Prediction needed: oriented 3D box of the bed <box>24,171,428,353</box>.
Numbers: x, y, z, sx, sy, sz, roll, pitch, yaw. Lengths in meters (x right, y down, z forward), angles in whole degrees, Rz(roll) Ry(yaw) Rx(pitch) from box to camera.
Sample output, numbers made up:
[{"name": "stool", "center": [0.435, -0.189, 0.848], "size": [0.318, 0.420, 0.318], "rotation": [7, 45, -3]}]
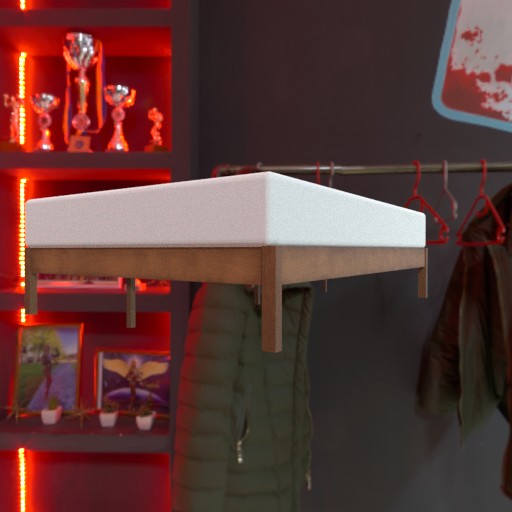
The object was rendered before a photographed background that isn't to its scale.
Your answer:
[{"name": "bed", "center": [0.000, 0.000, 2.701], "size": [1.529, 0.593, 2.050], "rotation": [1, 1, 34]}]
